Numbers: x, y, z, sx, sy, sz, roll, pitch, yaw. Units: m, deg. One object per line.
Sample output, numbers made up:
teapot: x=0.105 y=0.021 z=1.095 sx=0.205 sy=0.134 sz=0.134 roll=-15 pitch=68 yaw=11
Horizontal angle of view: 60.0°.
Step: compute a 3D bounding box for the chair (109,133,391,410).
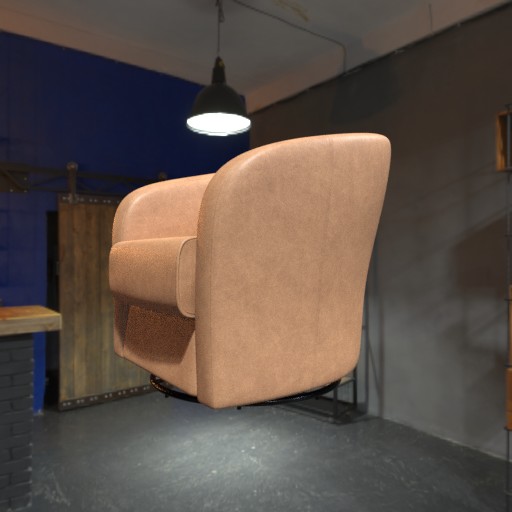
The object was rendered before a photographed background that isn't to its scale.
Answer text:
chair: x=0.000 y=0.000 z=1.427 sx=0.815 sy=0.771 sz=0.791 roll=0 pitch=0 yaw=-35
